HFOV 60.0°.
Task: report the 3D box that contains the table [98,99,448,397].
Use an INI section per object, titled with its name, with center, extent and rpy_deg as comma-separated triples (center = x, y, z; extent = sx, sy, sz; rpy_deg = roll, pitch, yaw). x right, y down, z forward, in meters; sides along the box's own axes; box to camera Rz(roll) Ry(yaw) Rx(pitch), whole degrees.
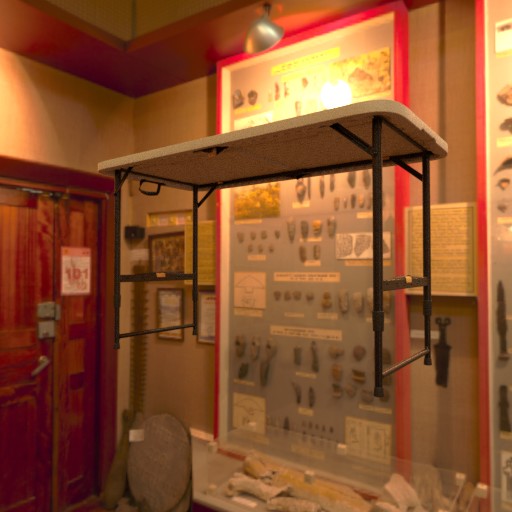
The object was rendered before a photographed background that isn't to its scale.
[table]
center = 0.000, 0.000, 1.645
extent = 1.245, 0.737, 0.611
rpy_deg = -1, -2, 36
